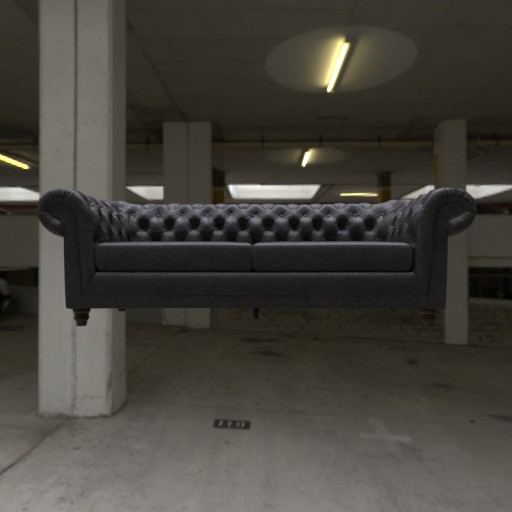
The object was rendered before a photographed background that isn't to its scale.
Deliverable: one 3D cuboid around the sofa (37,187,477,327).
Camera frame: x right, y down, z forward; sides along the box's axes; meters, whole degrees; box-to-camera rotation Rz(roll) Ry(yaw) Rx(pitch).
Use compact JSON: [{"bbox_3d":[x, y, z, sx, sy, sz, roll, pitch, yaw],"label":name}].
[{"bbox_3d":[0.000,0.000,2.833,2.385,0.783,0.944,0,0,1],"label":"sofa"}]
